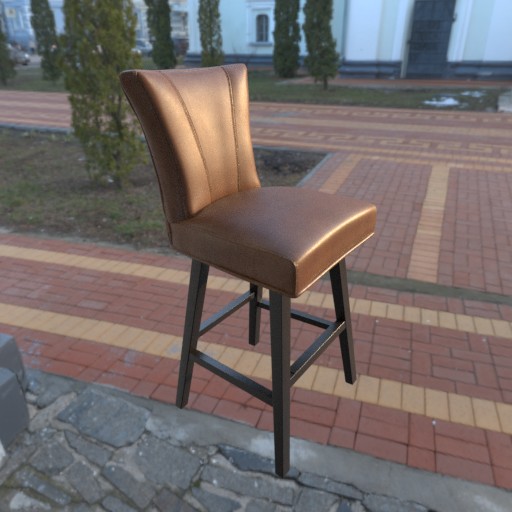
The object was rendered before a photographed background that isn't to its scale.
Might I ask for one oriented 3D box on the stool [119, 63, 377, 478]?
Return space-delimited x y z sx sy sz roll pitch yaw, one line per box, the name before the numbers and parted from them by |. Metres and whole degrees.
stool | 0.000 0.000 1.403 0.585 1.094 0.522 17 31 32
